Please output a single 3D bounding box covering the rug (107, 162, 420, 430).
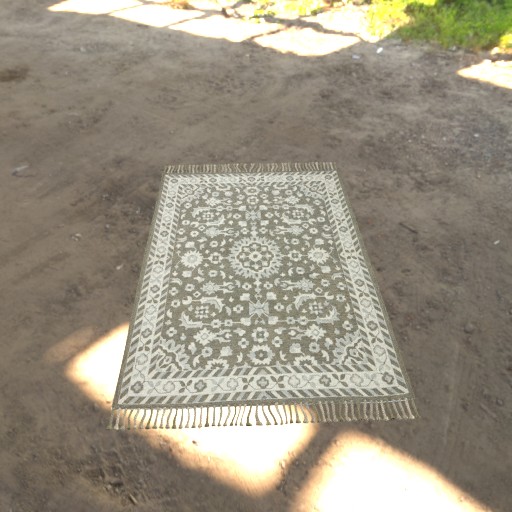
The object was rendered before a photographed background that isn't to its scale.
[{"bbox_3d":[0.000,0.000,3.029,1.530,0.025,2.431,-2,42,-2],"label":"rug"}]
